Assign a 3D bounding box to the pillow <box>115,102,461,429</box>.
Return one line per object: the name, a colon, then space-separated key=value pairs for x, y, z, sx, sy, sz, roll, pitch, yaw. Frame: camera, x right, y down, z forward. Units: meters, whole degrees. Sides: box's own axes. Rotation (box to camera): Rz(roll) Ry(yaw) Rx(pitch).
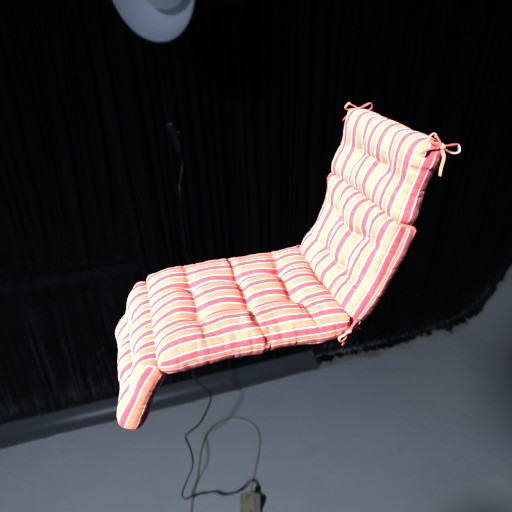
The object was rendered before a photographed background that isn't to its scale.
pillow: x=0.000 y=0.000 z=1.472 sx=1.016 sy=0.863 sz=0.526 roll=-8 pitch=31 yaw=-14
